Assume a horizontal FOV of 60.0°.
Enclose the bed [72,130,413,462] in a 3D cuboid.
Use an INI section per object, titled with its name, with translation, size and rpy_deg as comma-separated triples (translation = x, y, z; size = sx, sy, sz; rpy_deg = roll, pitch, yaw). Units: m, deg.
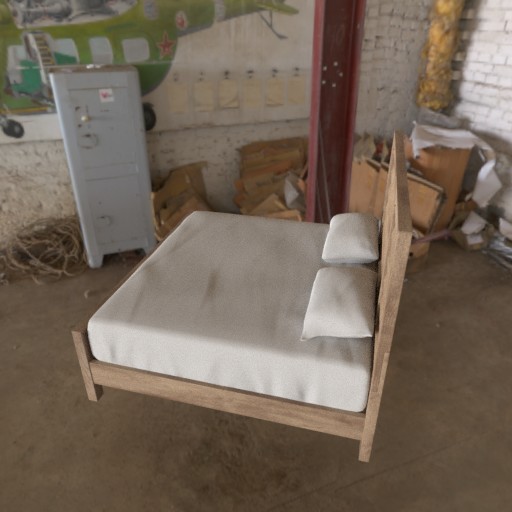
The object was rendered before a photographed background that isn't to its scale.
[bed]
translation = 0.000, 0.000, 3.508
size = 2.032, 1.626, 2.032
rpy_deg = 7, 30, 13
